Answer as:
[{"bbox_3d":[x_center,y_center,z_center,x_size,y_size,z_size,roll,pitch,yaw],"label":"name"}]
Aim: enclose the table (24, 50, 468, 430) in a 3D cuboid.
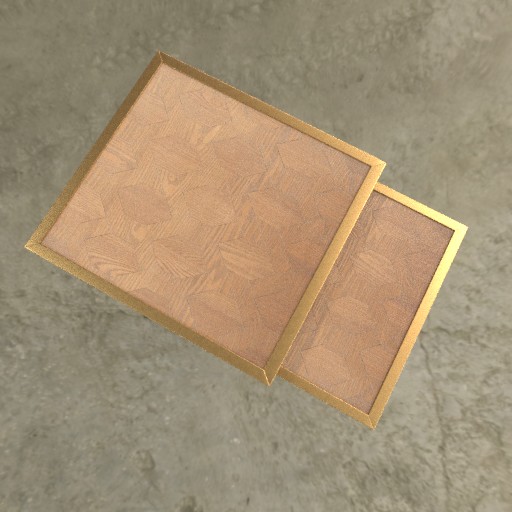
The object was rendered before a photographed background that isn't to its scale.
[{"bbox_3d":[0.000,0.000,1.121,0.762,0.505,0.505,28,79,6],"label":"table"}]
